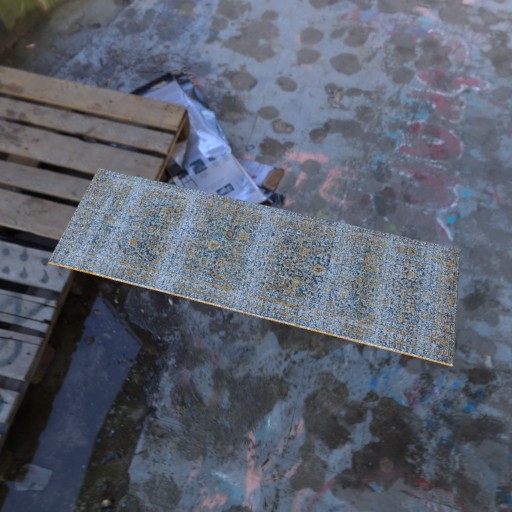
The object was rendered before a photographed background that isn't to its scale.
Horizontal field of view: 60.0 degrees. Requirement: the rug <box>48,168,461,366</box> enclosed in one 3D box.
[{"bbox_3d":[0.000,0.000,2.568,2.294,0.014,0.704,13,64,7],"label":"rug"}]
